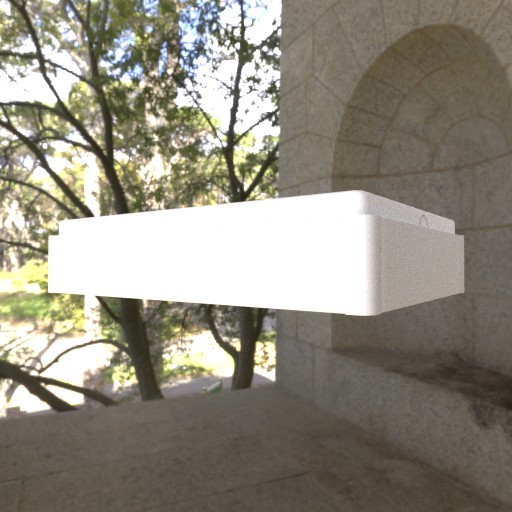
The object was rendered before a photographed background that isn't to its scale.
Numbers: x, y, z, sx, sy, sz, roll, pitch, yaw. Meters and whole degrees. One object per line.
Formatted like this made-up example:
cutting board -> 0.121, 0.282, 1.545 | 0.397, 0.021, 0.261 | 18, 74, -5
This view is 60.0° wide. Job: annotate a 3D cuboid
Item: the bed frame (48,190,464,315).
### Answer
bed frame -> 0.000, 0.000, 2.489 | 1.900, 0.406, 1.400 | -1, -1, 36
